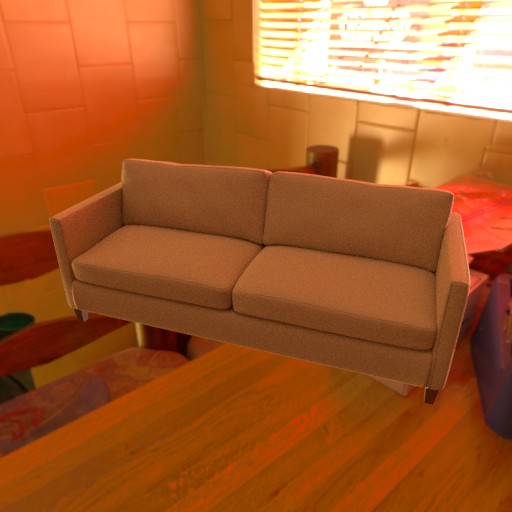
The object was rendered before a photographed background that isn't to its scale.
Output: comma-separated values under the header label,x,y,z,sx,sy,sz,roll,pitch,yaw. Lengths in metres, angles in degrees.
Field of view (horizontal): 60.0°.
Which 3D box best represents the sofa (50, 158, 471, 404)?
label,x,y,z,sx,sy,sz,roll,pitch,yaw
sofa,0.000,0.000,2.812,2.361,0.968,0.951,9,29,17
